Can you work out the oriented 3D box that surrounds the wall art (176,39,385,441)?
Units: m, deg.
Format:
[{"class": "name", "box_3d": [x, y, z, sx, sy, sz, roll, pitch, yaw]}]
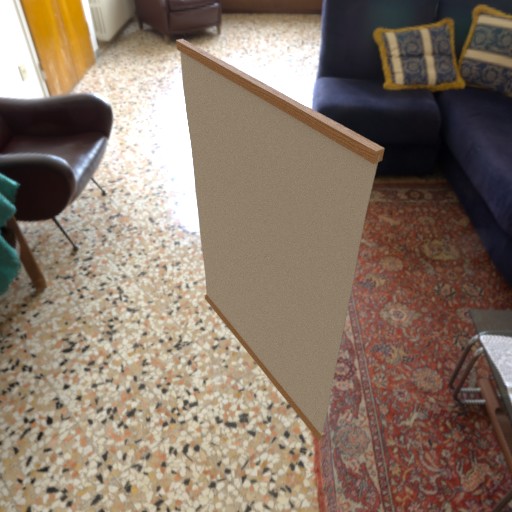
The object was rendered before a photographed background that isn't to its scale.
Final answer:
[{"class": "wall art", "box_3d": [0.000, 0.000, 1.303, 0.020, 1.016, 0.739, -24, 47, -25]}]
